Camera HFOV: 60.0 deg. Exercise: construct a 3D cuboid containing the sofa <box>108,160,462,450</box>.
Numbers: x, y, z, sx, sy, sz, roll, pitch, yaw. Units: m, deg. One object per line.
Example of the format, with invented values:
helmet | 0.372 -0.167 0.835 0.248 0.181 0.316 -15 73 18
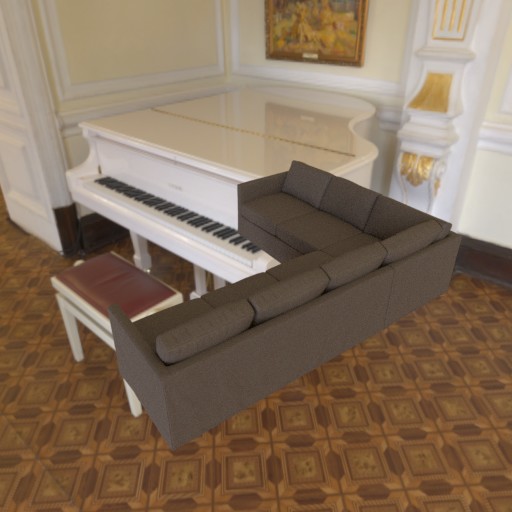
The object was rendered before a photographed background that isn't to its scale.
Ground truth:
sofa | 0.000 0.000 4.416 3.182 0.871 2.432 -20 36 -30
